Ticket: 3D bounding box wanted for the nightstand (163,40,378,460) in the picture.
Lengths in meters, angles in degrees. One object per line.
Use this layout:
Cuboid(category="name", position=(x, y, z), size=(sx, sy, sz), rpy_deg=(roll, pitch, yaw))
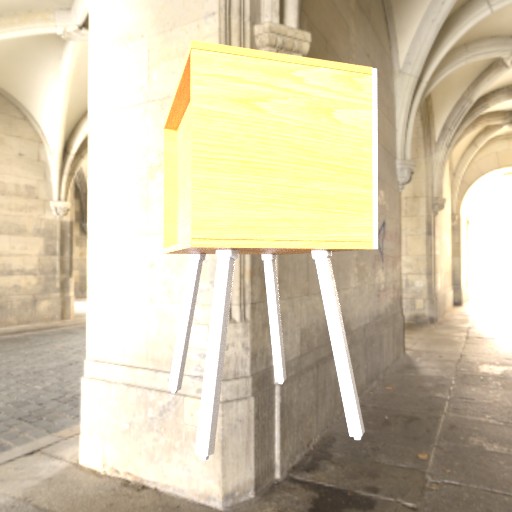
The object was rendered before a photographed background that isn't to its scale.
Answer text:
Cuboid(category="nightstand", position=(0.000, 0.000, 0.858), size=(0.316, 0.601, 0.400), rpy_deg=(0, -1, -17))
